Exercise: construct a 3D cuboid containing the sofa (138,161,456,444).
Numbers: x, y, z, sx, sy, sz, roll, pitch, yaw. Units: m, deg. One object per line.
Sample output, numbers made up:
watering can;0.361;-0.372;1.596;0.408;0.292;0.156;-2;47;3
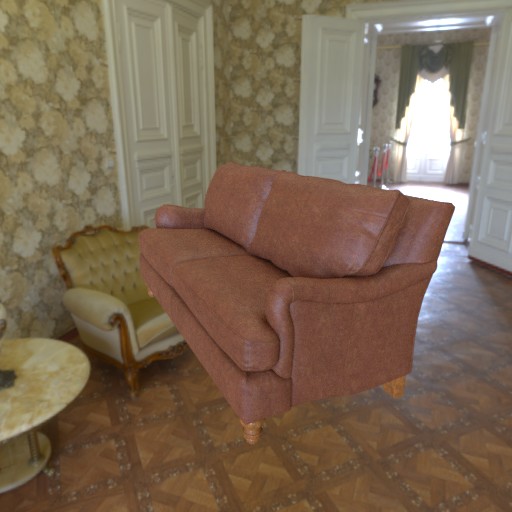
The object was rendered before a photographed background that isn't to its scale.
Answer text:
sofa;0.000;0.000;2.856;1.147;1.071;2.144;-8;18;-24
